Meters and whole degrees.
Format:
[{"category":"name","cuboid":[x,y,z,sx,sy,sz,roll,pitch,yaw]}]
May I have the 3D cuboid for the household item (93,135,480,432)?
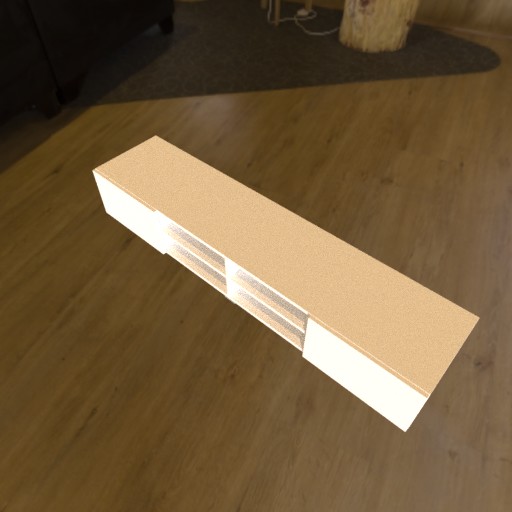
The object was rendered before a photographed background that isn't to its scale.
[{"category":"household item","cuboid":[0.000,0.000,2.071,1.850,0.310,0.420,33,56,26]}]
